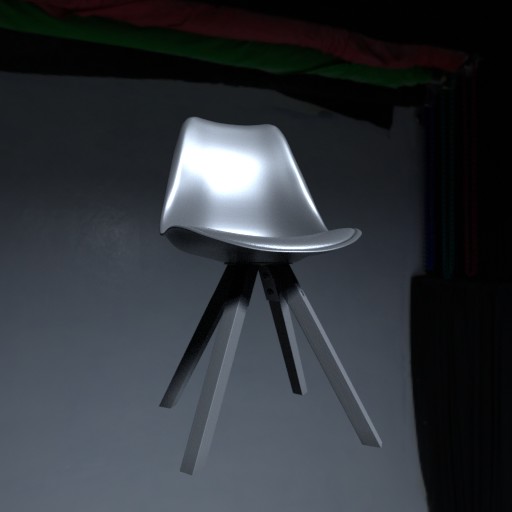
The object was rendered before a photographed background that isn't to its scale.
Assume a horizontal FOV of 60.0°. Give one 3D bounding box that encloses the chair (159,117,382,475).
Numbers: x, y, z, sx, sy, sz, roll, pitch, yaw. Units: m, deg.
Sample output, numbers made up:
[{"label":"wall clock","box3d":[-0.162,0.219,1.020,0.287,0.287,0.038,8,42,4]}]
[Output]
[{"label":"chair","box3d":[0.000,0.000,1.147,0.485,0.850,0.530,0,-1,-18]}]
